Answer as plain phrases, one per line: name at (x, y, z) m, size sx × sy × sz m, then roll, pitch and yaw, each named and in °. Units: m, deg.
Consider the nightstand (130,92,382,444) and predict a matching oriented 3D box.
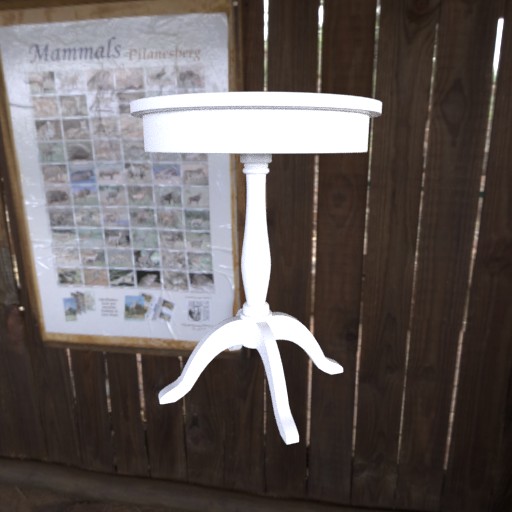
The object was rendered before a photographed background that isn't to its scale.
nightstand at (0.000, 0.000, 1.013) m, size 0.513 × 0.653 × 0.513 m, roll -2°, pitch 14°, yaw -9°
